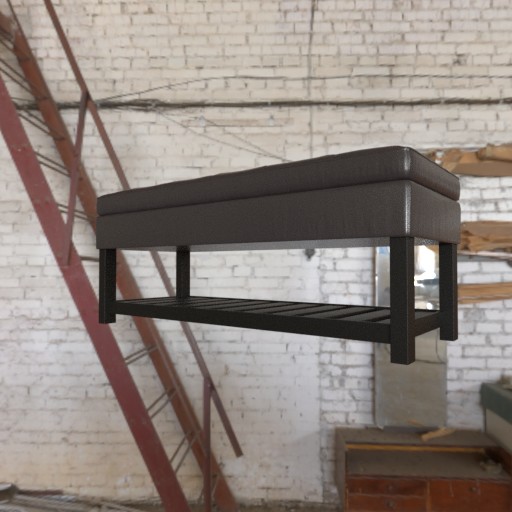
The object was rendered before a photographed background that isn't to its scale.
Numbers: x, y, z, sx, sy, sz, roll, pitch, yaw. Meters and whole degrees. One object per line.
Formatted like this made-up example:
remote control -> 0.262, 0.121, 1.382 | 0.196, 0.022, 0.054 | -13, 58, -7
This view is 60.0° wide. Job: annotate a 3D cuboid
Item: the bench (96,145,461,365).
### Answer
bench -> 0.000, 0.000, 1.379 | 1.105, 0.460, 0.432 | -1, -2, 38
